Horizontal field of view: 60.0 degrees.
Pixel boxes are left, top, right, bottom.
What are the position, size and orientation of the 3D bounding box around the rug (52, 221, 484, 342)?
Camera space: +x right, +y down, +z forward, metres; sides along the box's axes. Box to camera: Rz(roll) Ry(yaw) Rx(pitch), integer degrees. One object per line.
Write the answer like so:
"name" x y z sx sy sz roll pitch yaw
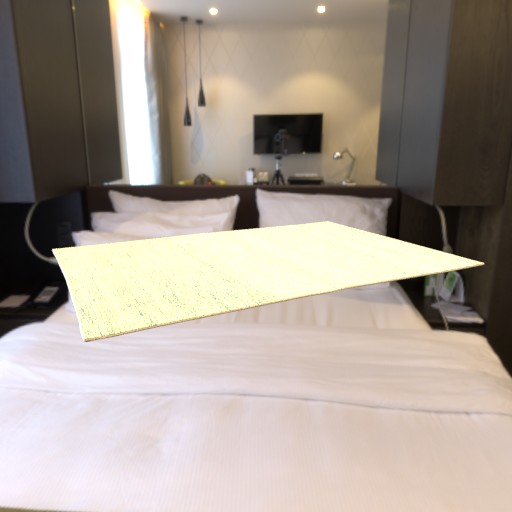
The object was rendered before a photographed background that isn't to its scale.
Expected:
"rug" 0.000 0.000 2.849 2.305 0.029 1.593 -7 16 -26
